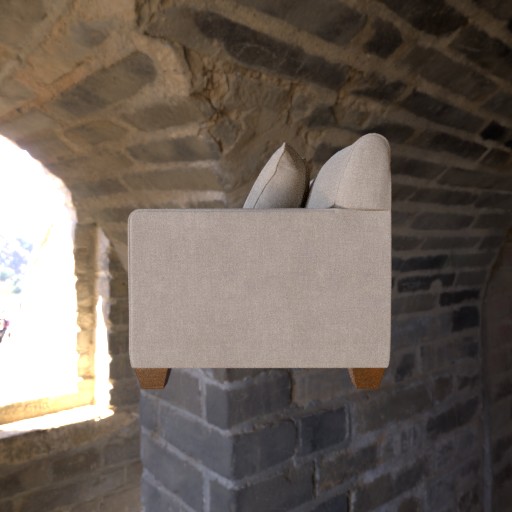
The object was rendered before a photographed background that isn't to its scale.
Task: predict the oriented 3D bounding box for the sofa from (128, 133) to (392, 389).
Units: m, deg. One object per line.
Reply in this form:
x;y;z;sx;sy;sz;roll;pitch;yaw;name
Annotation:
0.000;0.000;2.581;0.997;0.958;2.024;0;1;0;sofa
